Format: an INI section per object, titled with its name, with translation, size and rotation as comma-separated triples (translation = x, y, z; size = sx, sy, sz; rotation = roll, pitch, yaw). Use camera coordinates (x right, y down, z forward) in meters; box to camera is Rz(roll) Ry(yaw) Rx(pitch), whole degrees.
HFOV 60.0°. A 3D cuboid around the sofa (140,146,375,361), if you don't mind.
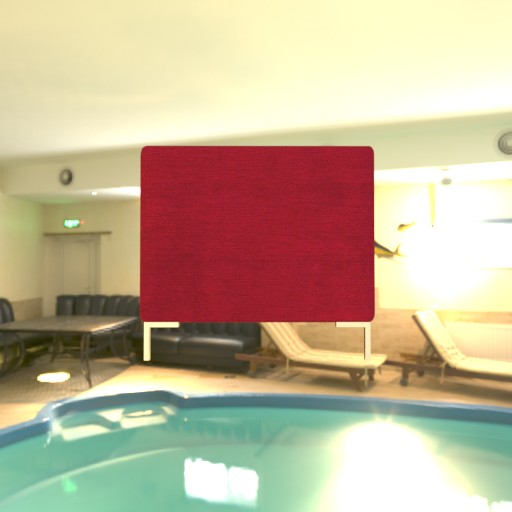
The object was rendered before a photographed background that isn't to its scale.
[sofa]
translation = 0.000, 0.000, 2.260
size = 0.686, 0.635, 1.981
rotation = 0, -1, 0
